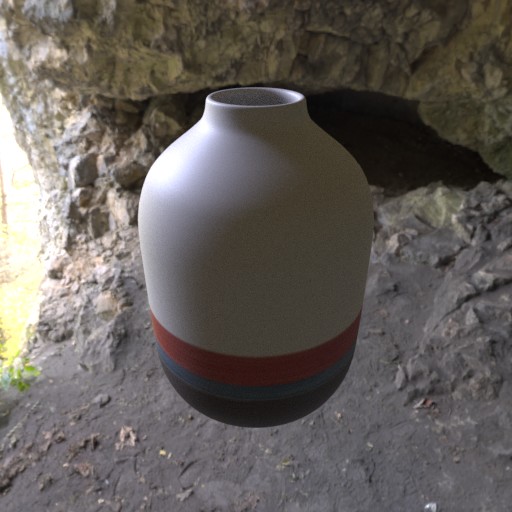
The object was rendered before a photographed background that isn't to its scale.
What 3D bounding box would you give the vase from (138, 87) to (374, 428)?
[{"bbox_3d":[0.000,0.000,0.343,0.169,0.237,0.169,0,30,0],"label":"vase"}]
